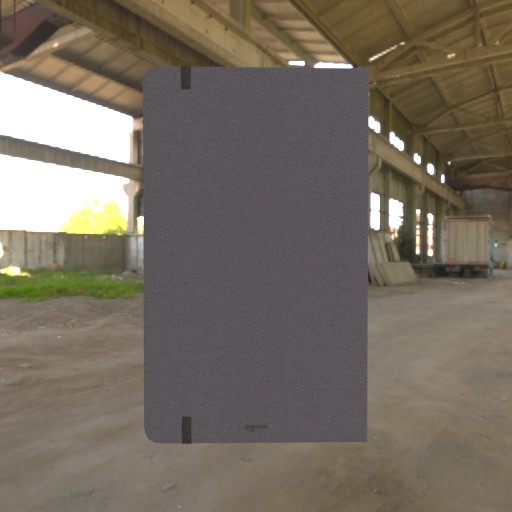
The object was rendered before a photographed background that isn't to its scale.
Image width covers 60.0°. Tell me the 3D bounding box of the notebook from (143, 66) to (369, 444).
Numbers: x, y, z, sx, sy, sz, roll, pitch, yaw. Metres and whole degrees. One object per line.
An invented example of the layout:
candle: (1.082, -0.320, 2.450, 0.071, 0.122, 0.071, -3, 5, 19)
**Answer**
notebook: (0.000, 0.000, 0.258, 0.127, 0.213, 0.016, 0, 1, -1)
